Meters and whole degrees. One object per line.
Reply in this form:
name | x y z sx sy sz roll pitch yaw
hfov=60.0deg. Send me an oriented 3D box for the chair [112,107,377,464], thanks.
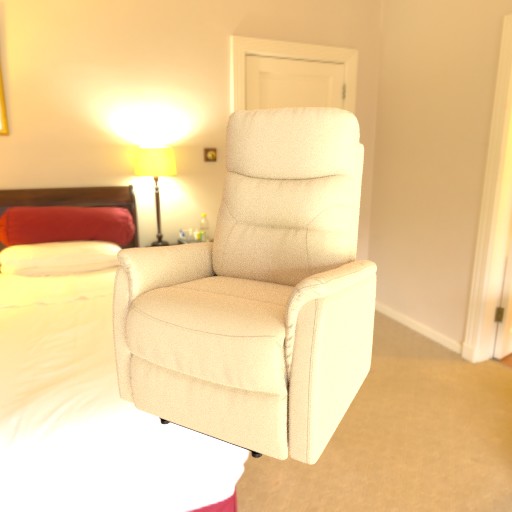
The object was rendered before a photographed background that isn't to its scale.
chair | 0.000 0.000 1.638 0.775 1.082 0.831 7 15 27
